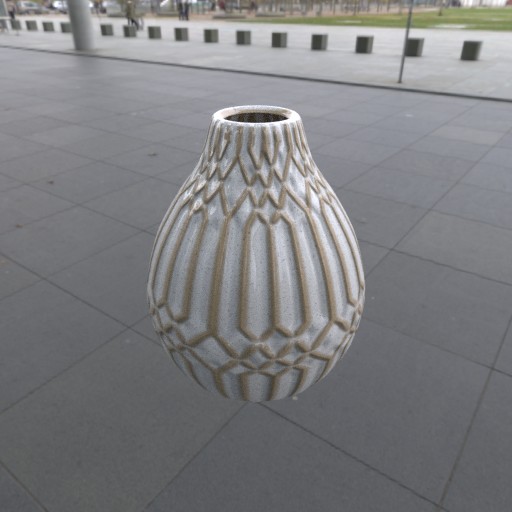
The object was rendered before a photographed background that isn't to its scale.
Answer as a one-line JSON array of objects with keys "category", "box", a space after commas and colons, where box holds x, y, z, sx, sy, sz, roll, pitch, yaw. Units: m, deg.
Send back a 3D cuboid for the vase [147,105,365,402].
[{"category": "vase", "box": [0.000, 0.000, 0.320, 0.159, 0.200, 0.159, 0, 30, 0]}]
